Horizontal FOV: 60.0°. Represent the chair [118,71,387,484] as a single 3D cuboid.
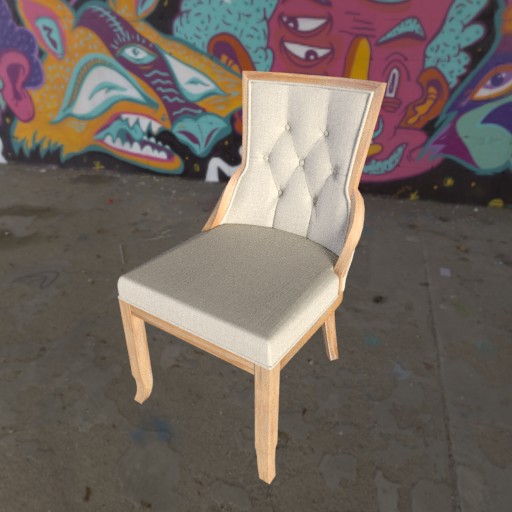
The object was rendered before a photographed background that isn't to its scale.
[{"bbox_3d":[0.000,0.000,1.319,0.524,0.947,0.641,18,34,29],"label":"chair"}]
